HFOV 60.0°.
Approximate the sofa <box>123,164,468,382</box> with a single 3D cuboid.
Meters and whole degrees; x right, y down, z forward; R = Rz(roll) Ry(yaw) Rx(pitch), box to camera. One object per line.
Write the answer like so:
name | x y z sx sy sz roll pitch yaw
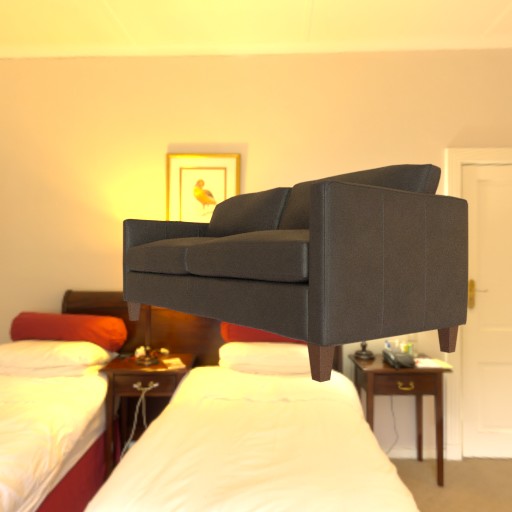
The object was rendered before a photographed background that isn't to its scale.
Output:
sofa | 0.000 0.000 2.473 0.933 0.863 1.971 0 0 -36
